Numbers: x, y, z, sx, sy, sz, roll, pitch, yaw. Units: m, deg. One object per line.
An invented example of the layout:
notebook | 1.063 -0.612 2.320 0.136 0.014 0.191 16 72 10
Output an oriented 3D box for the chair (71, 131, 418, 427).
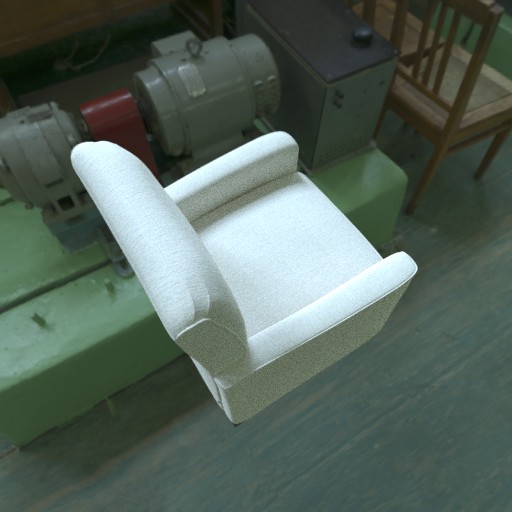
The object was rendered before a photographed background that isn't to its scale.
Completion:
chair | 0.000 0.000 1.628 0.858 1.028 0.841 -29 62 -17
